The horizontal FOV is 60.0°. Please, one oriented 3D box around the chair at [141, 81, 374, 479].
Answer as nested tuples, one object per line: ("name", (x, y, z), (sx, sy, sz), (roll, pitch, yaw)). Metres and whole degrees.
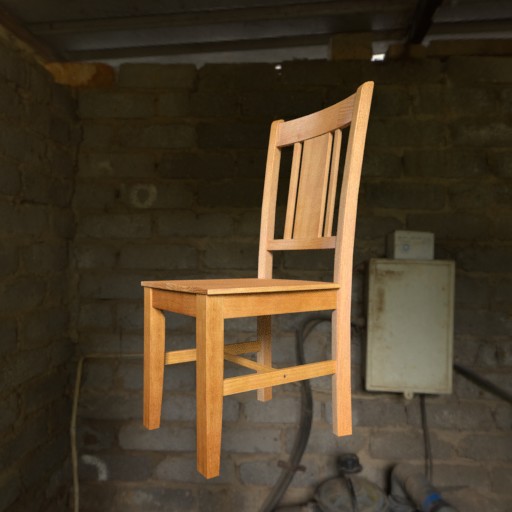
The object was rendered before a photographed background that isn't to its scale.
("chair", (0.000, 0.000, 1.303), (0.556, 0.998, 0.450), (0, -1, -35))
